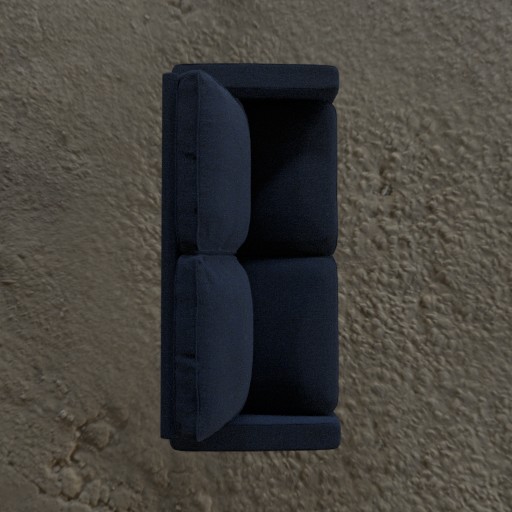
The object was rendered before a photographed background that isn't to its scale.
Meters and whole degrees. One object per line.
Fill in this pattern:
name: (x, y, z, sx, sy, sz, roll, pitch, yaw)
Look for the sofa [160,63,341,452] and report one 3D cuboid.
sofa: (0.000, 0.000, 2.501, 0.940, 0.919, 2.080, 0, 89, -2)
